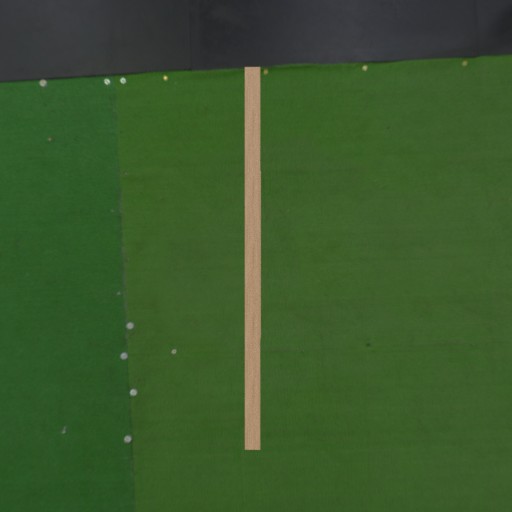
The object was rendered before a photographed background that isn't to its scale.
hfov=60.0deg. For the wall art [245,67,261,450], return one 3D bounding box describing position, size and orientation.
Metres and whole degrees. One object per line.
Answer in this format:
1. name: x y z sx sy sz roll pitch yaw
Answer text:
1. wall art: 0.000 0.000 0.643 0.013 0.510 0.335 0 91 1
